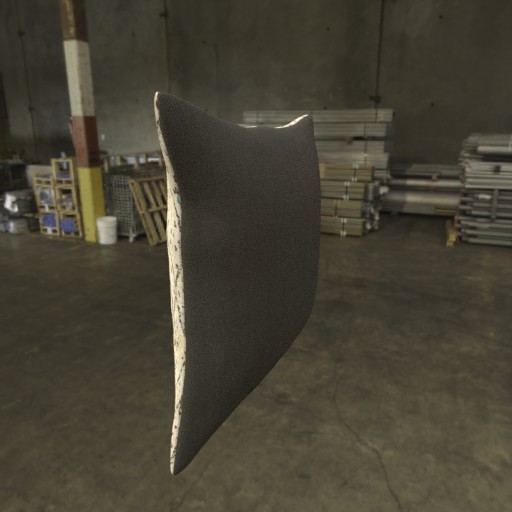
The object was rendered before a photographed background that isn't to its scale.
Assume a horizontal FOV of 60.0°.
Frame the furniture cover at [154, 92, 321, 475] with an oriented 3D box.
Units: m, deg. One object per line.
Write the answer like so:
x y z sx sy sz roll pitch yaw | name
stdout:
0.000 0.000 0.771 0.180 0.498 0.525 7 17 24 | furniture cover
